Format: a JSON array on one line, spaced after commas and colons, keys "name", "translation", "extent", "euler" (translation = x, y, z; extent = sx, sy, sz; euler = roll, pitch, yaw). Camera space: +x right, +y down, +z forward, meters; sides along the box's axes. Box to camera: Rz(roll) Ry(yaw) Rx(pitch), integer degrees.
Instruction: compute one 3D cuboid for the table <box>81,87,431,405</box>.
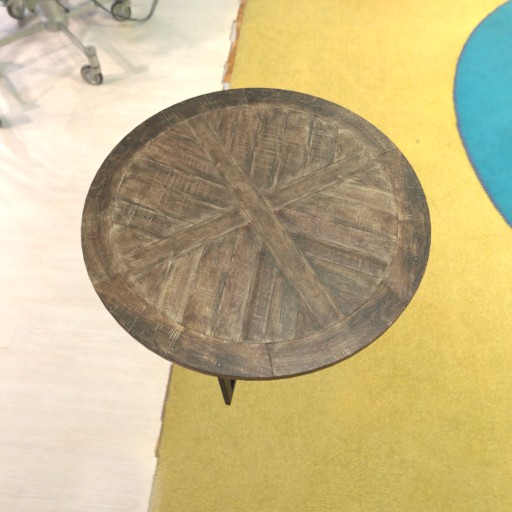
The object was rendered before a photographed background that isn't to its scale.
[{"name": "table", "translation": [0.000, 0.000, 1.956], "extent": [1.264, 0.762, 1.264], "euler": [0, 60, 0]}]
